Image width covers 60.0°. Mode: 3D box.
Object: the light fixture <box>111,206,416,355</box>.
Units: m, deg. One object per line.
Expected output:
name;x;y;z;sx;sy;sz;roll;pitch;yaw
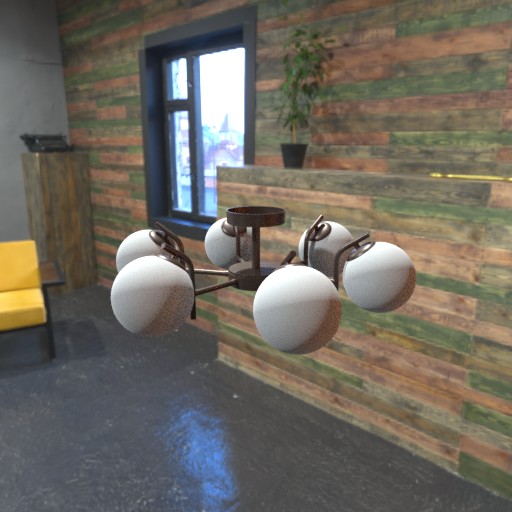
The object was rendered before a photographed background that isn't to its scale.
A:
light fixture;0.000;0.000;0.962;0.662;0.201;0.662;0;14;0
